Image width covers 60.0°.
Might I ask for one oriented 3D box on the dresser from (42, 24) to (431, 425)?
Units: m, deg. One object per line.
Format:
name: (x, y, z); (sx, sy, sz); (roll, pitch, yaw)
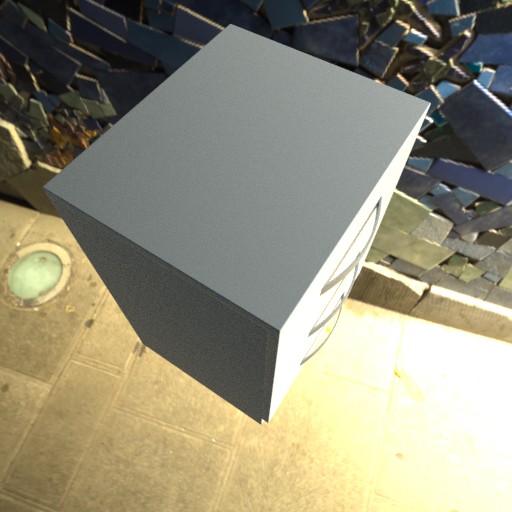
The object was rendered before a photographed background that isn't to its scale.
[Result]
dresser: (0.000, 0.000, 0.813); (0.360, 0.560, 0.400); (29, 64, 16)
